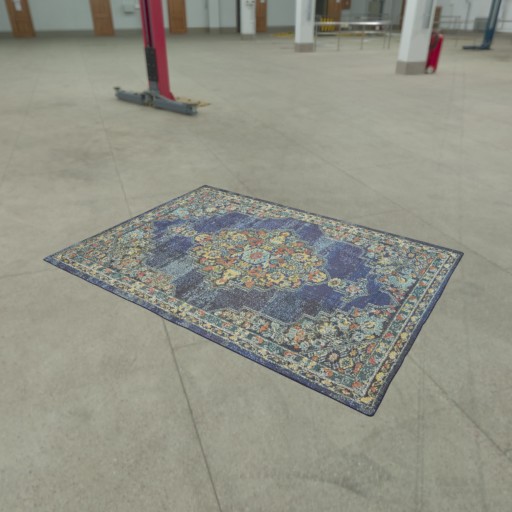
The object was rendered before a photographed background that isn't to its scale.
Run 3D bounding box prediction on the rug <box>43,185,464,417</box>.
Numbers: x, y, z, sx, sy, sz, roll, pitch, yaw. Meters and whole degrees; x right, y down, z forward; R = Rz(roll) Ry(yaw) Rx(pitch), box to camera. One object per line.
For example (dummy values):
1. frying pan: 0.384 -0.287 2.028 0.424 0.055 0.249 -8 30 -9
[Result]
1. rug: 0.000 0.000 2.889 2.232 0.009 1.630 19 35 29
